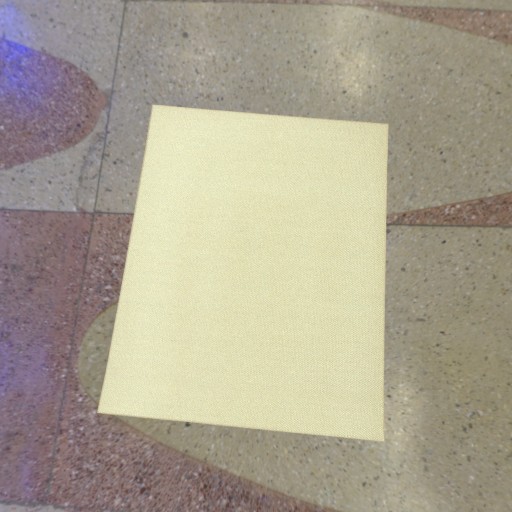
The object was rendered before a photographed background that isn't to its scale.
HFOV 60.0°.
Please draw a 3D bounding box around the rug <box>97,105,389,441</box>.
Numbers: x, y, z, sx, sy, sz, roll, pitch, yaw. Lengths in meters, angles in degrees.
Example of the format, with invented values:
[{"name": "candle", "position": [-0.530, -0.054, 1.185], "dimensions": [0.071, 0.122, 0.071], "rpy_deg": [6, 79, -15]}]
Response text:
[{"name": "rug", "position": [0.000, 0.000, 4.169], "dimensions": [2.462, 0.018, 3.039], "rpy_deg": [5, 75, 1]}]
